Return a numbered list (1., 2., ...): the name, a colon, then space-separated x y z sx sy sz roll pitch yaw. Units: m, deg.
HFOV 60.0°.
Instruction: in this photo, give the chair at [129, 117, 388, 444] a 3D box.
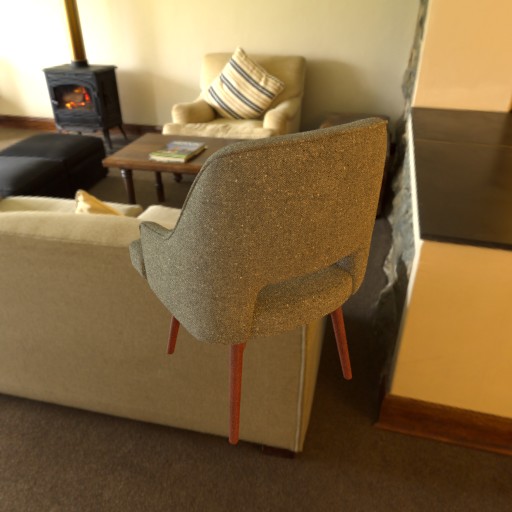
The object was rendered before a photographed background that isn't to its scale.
1. chair: 0.000 0.000 1.325 0.608 0.875 0.629 -19 35 -28
